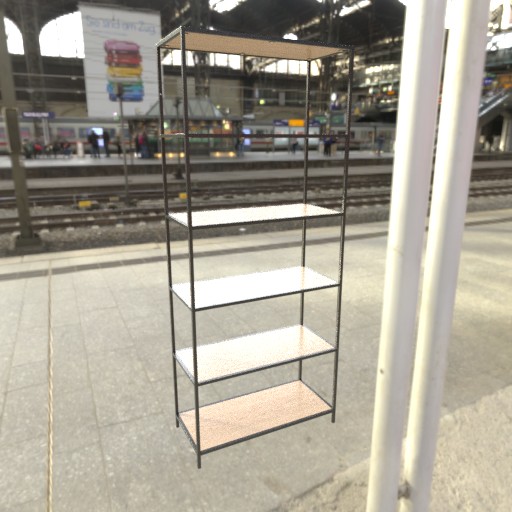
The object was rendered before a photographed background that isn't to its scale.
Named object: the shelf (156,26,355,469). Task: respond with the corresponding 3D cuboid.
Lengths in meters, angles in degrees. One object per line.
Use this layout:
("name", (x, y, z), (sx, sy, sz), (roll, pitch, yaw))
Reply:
("shelf", (0.000, 0.000, 2.117), (0.770, 1.850, 0.350), (-7, 16, -26))
